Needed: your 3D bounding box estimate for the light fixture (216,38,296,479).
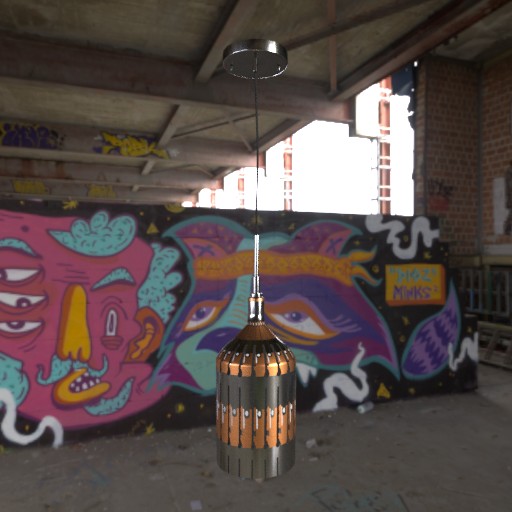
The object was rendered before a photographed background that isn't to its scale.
[{"bbox_3d":[0.000,0.000,1.681,0.303,1.535,0.303,0,-1,0],"label":"light fixture"}]
